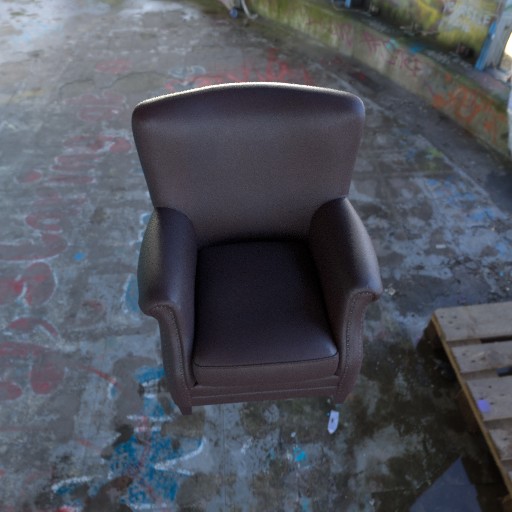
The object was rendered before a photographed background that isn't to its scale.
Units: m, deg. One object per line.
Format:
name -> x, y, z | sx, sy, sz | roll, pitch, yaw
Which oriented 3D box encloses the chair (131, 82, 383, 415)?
chair -> 0.000, 0.000, 1.396 | 0.700, 0.800, 0.746 | -3, 47, -3
